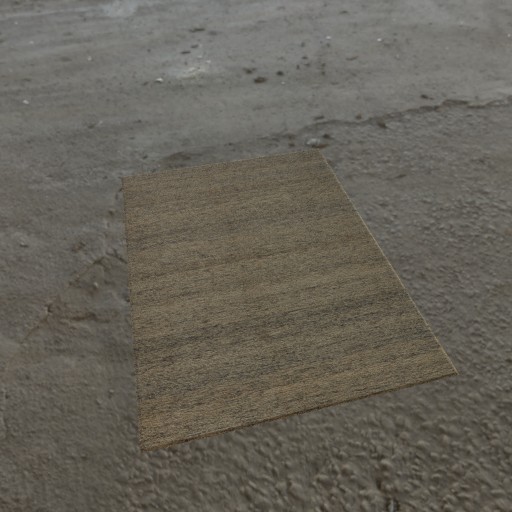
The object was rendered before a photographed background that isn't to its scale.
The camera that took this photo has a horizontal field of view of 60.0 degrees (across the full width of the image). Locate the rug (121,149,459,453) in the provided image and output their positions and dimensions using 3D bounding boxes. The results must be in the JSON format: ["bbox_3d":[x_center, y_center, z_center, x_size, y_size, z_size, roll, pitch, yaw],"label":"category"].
[{"bbox_3d":[0.000,0.000,4.270,2.414,0.036,3.199,-10,47,-10],"label":"rug"}]
